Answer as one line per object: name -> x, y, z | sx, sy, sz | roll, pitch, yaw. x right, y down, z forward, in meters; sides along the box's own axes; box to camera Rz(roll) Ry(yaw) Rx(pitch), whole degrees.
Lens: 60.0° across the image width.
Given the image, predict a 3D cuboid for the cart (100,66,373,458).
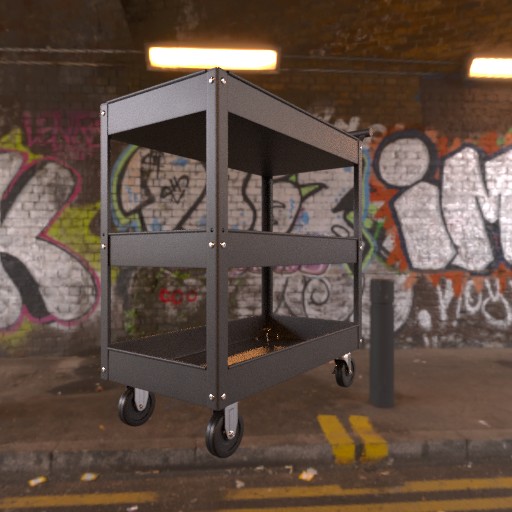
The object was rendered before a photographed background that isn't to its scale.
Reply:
cart -> 0.000, 0.000, 1.183 | 0.366, 0.780, 0.719 | 0, 0, 36
